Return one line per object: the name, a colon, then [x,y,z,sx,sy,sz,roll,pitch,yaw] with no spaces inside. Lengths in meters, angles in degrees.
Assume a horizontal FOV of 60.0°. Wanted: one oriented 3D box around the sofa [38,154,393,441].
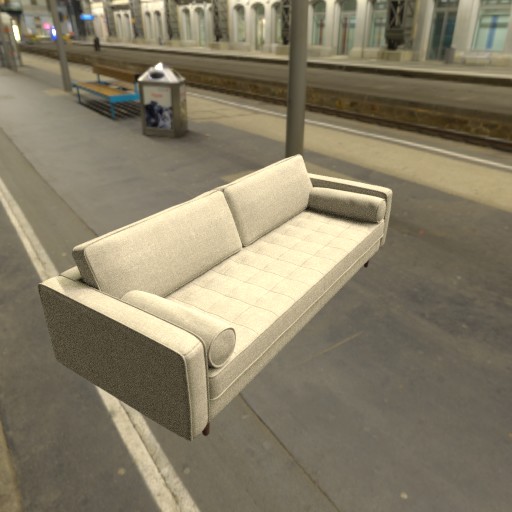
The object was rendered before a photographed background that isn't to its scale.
sofa: [0.000,0.000,2.634,0.914,0.762,2.211,17,32,30]
